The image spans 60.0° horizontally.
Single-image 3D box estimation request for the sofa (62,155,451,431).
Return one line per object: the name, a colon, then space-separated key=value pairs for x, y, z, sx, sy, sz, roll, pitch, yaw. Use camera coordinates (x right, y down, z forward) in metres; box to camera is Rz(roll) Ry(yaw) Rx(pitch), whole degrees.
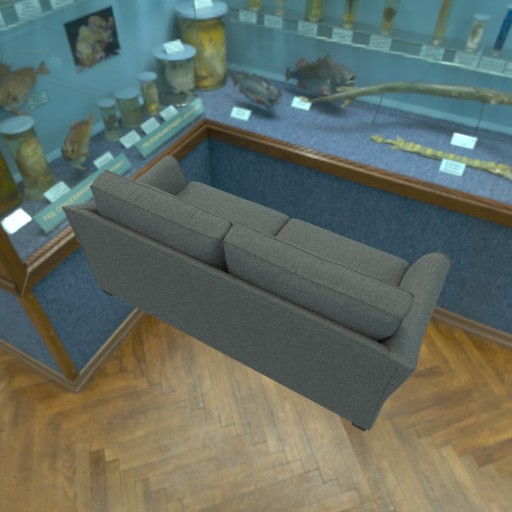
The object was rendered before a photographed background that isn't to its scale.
sofa: x=0.000 y=0.000 z=2.830 sx=2.203 sy=0.976 sz=1.013 roll=23 pitch=50 yaw=21
